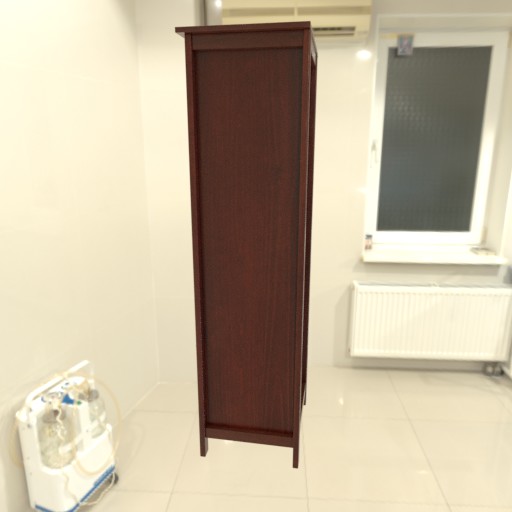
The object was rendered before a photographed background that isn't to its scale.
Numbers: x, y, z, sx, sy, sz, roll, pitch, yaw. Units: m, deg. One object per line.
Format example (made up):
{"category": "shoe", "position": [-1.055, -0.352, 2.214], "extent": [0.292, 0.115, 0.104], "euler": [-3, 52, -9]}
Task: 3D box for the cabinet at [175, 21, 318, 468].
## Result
{"category": "cabinet", "position": [0.000, 0.000, 1.713], "extent": [0.401, 1.518, 0.500], "euler": [3, 15, 10]}
